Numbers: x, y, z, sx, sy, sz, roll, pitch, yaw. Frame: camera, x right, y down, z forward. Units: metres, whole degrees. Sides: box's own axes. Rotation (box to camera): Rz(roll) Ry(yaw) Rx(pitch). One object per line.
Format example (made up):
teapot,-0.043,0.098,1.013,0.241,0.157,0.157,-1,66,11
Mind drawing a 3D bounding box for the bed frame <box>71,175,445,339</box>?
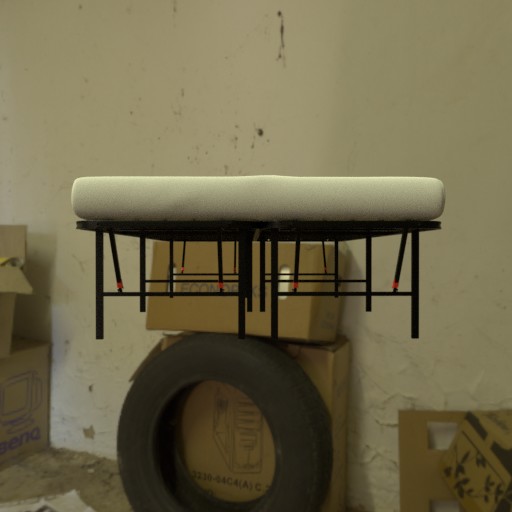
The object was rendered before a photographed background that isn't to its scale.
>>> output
bed frame,0.000,0.000,2.535,1.372,0.637,1.905,0,0,-1
